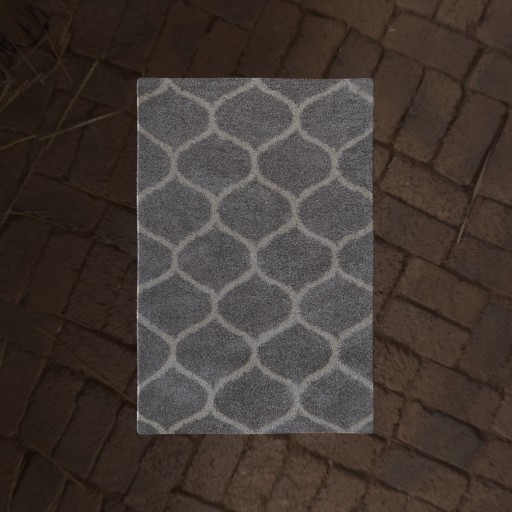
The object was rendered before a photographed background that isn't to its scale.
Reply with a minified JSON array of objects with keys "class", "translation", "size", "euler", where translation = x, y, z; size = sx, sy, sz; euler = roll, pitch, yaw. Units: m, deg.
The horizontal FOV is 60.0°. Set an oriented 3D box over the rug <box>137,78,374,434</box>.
[{"class":"rug","translation":[0.000,0.000,3.369],"size":[1.801,0.026,2.701],"euler":[0,90,0]}]
